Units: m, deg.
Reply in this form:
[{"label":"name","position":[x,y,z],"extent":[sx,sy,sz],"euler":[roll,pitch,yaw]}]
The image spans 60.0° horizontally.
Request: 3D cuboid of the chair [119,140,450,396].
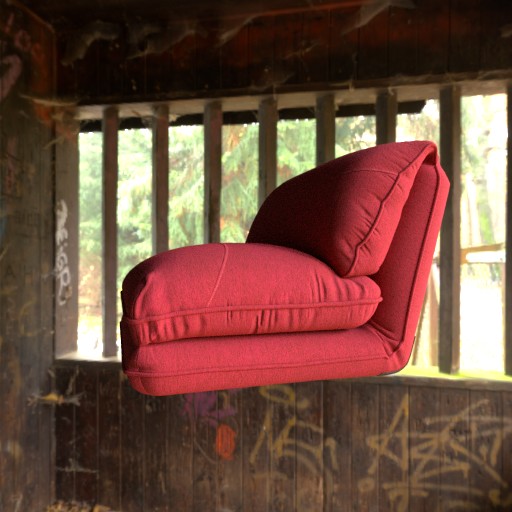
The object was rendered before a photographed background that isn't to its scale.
[{"label":"chair","position":[0.000,0.000,1.332],"extent":[0.780,0.580,0.820],"euler":[0,0,-18]}]
